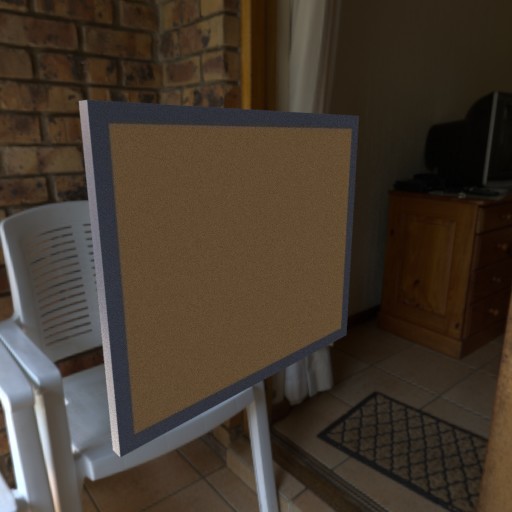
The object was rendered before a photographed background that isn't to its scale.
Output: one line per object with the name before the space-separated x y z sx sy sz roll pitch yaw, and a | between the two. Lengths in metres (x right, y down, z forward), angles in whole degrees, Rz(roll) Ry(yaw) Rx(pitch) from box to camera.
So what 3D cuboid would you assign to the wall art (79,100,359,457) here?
wall art | 0.000 0.000 0.893 0.026 0.558 0.660 14 21 43
